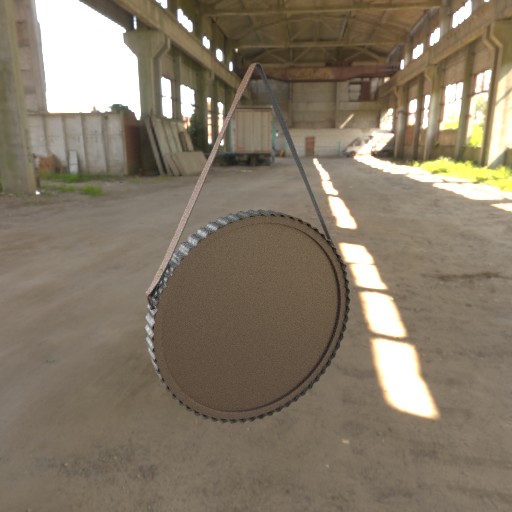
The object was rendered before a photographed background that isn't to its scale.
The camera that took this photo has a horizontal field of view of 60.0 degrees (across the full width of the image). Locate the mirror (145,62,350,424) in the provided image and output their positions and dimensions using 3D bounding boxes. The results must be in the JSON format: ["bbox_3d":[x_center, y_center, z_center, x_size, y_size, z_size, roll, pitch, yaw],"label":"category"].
[{"bbox_3d":[0.000,0.000,0.702,0.355,0.568,0.042,-7,17,-26],"label":"mirror"}]
